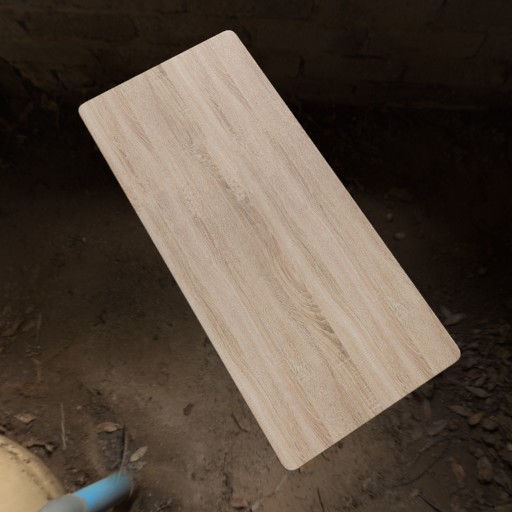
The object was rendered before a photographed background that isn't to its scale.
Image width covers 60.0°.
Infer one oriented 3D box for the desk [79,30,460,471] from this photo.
[{"bbox_3d":[0.000,0.000,1.621,0.550,0.760,1.200,-31,78,-7],"label":"desk"}]
